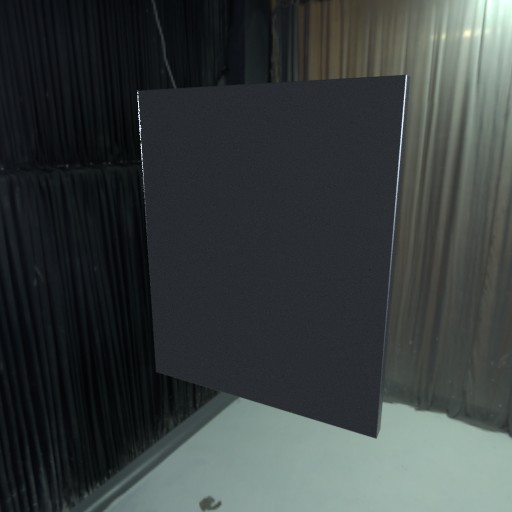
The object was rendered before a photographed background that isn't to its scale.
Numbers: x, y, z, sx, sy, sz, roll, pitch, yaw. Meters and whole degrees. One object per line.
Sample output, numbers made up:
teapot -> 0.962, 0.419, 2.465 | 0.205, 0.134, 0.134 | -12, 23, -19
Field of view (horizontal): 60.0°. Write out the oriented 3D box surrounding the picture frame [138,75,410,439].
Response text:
picture frame -> 0.000, 0.000, 0.768 | 0.460, 0.556, 0.028 | 8, 17, 27
